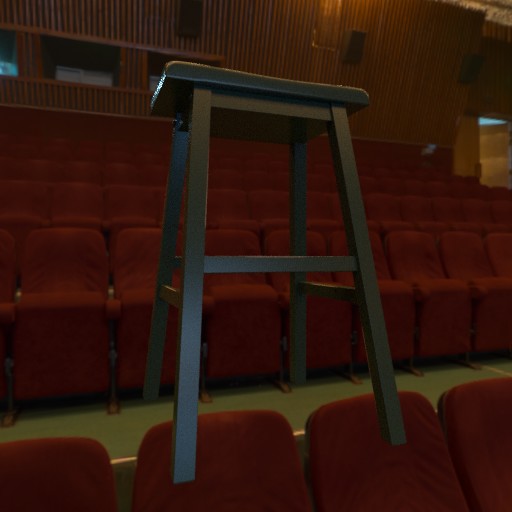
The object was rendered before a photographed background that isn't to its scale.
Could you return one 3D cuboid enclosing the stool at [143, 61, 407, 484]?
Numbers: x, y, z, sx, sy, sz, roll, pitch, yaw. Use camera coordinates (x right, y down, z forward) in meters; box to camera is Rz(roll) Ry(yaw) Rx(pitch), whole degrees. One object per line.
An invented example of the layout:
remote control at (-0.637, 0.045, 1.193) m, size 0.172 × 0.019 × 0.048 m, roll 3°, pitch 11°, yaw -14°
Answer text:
stool at (0.000, 0.000, 1.016) m, size 0.457 × 0.737 × 0.476 m, roll 0°, pitch 0°, yaw -20°
